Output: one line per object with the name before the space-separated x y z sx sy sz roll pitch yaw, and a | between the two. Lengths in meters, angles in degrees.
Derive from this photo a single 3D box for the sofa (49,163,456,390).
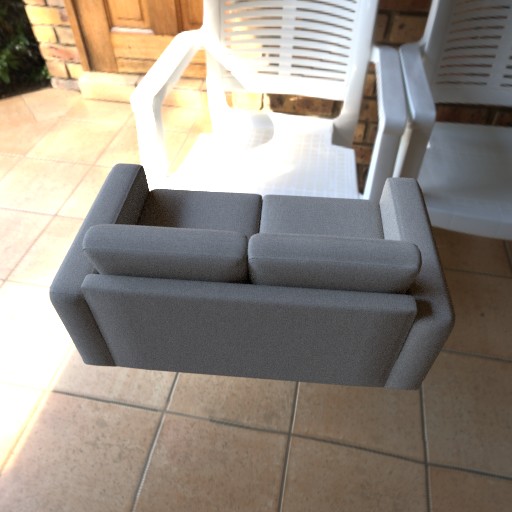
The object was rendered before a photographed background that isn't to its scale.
sofa | 0.000 0.000 2.050 1.540 0.800 0.900 4 47 3
